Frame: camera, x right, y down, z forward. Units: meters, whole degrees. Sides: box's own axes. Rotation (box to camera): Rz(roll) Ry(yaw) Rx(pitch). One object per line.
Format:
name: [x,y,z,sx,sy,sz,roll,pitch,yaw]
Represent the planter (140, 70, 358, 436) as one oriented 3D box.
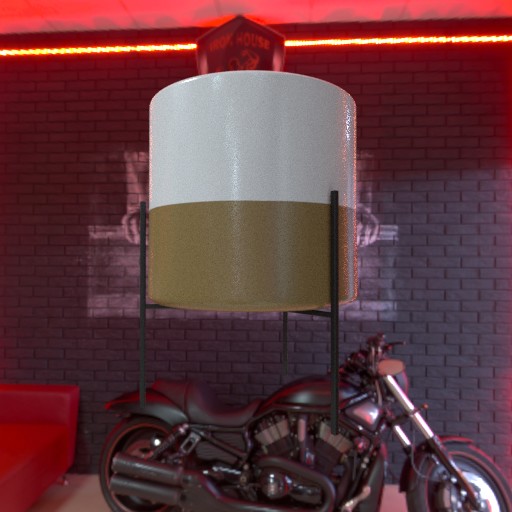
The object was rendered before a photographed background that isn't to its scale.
planter: [0.000,0.000,0.661,0.310,0.432,0.310,0,-1,37]
